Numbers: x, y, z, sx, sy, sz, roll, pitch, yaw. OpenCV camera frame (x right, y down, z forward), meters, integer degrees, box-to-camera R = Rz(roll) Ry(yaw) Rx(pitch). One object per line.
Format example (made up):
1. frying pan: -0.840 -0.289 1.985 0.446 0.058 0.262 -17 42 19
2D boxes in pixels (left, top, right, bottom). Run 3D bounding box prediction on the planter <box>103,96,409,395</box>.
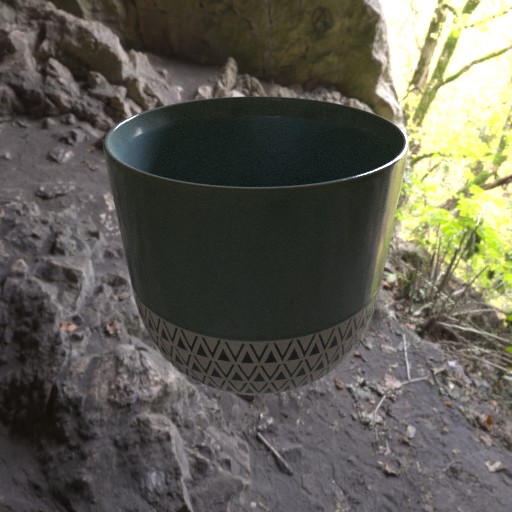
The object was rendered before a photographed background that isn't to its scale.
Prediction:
1. planter: 0.000 0.000 0.472 0.266 0.270 0.266 0 32 0
